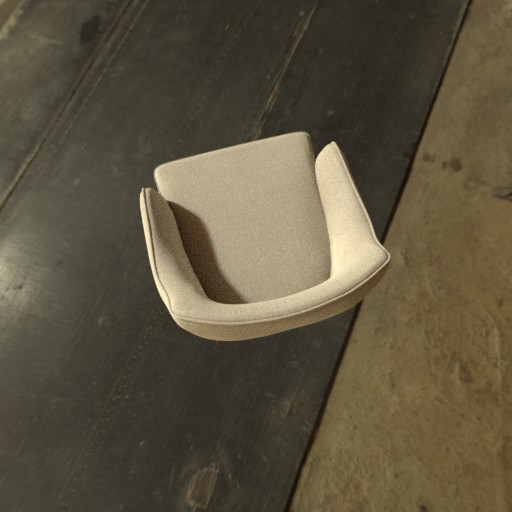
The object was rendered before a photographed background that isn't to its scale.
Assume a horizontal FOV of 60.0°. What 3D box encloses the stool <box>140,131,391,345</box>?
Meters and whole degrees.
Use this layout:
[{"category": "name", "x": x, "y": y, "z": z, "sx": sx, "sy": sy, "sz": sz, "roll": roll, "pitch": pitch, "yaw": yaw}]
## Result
[{"category": "stool", "x": 0.000, "y": 0.000, "z": 1.373, "sx": 0.550, "sy": 1.041, "sz": 0.560, "roll": -14, "pitch": 75, "yaw": -4}]
